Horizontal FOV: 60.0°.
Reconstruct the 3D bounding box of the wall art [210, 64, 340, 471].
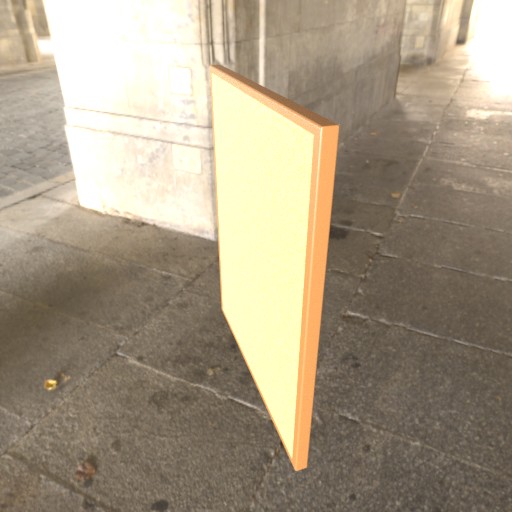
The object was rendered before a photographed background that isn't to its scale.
[{"bbox_3d":[0.000,0.000,0.757,0.021,0.550,0.449,-10,32,-16],"label":"wall art"}]
